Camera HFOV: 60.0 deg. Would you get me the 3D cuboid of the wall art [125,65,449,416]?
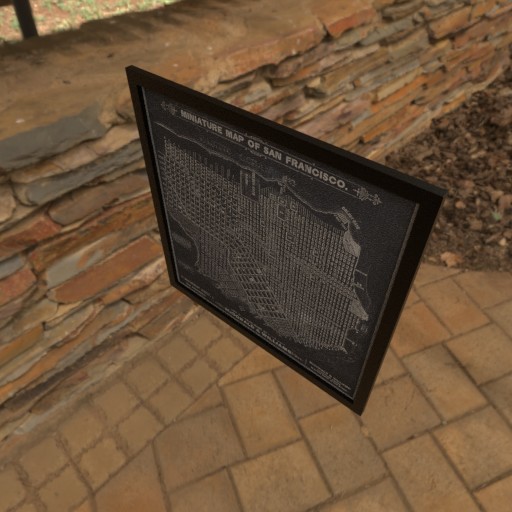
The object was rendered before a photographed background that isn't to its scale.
[{"bbox_3d":[0.000,0.000,0.677,0.457,0.458,0.012,30,53,26],"label":"wall art"}]
